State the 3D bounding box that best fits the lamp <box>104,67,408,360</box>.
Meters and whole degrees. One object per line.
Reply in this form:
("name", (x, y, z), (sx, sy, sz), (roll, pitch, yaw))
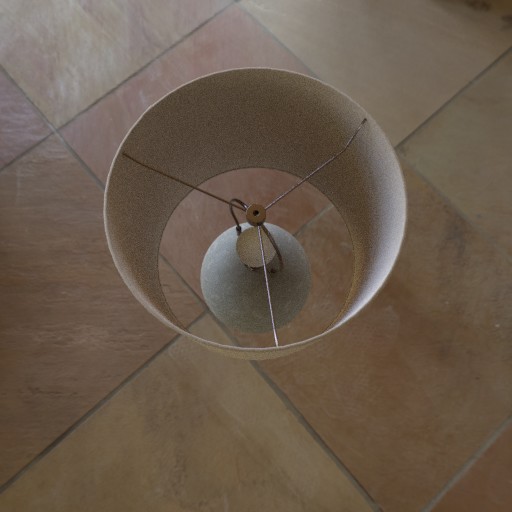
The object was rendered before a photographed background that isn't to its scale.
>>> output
("lamp", (0.000, 0.000, 0.588), (0.269, 0.409, 0.269), (-37, 78, -9))
